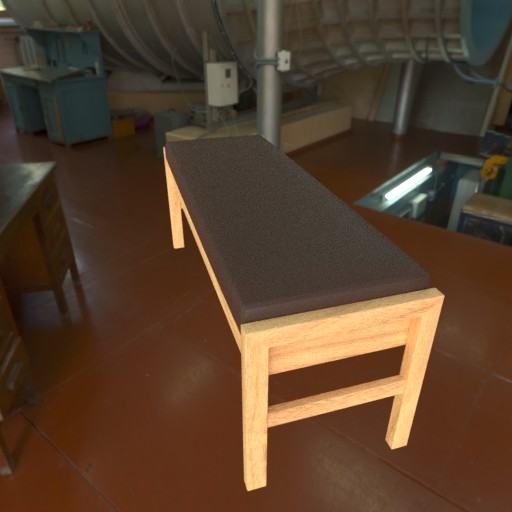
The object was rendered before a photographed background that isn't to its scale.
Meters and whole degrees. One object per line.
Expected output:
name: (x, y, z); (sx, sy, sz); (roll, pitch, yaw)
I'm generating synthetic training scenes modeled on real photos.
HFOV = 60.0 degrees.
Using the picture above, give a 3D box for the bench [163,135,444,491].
bench: (0.000, 0.000, 1.412); (0.405, 0.480, 1.200); (-9, 31, -15)
